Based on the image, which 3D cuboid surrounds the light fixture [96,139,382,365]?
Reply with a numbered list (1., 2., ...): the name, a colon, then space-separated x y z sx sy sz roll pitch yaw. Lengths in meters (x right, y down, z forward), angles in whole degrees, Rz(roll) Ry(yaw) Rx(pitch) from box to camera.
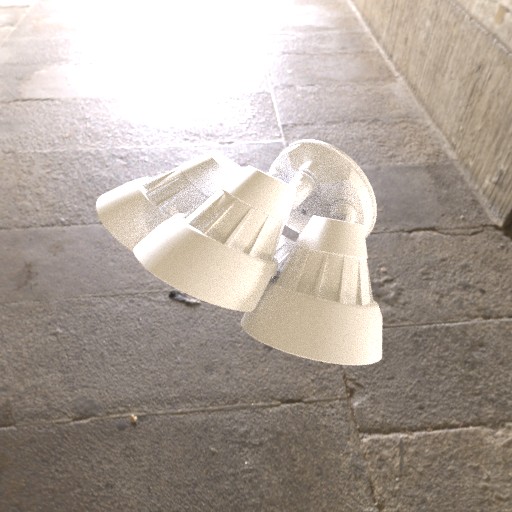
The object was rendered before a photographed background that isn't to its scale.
1. light fixture: 0.000 0.000 0.522 0.369 0.237 0.278 31 54 26
